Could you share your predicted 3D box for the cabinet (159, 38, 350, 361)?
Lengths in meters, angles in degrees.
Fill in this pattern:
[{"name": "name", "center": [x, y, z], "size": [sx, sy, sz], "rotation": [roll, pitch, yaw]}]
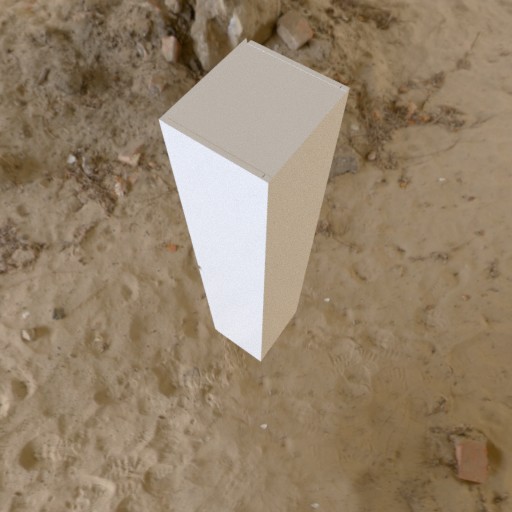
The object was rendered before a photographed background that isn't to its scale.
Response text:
[{"name": "cabinet", "center": [0.000, 0.000, 1.537], "size": [0.270, 1.400, 0.300], "rotation": [33, 68, 15]}]
